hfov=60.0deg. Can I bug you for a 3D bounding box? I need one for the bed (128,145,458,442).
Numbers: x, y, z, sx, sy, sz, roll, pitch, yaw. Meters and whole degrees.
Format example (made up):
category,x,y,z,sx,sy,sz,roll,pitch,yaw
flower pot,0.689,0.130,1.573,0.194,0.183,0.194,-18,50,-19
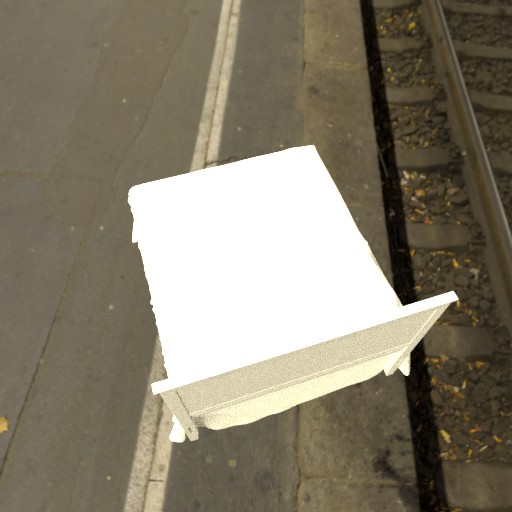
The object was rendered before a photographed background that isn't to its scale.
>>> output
category,x,y,z,sx,sy,sz,roll,pitch,yaw
bed,0.000,0.000,3.273,1.876,1.269,2.047,-15,59,-9
